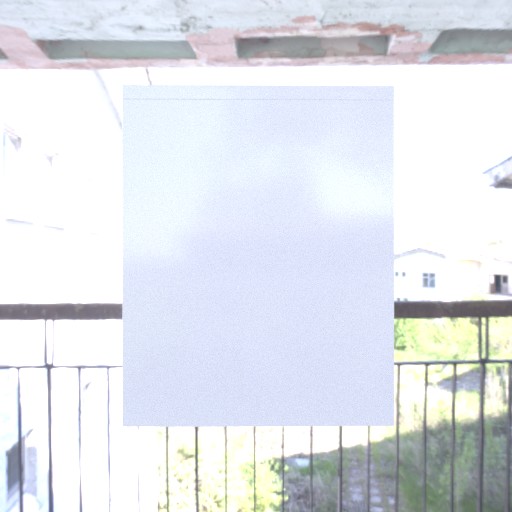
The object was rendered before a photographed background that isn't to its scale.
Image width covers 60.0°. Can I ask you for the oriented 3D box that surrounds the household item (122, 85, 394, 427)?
[{"bbox_3d":[0.000,0.000,1.521,0.597,0.749,1.100,0,0,-1],"label":"household item"}]
